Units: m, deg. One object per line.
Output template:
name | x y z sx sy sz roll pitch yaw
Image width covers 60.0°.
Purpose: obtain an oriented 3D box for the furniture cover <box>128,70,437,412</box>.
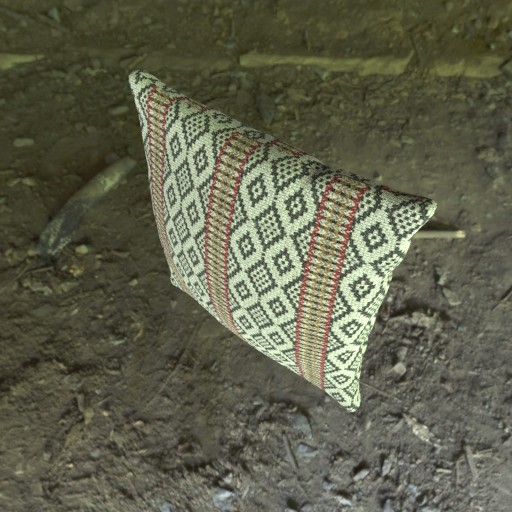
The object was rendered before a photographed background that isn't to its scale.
furniture cover | 0.000 0.000 0.765 0.503 0.506 0.182 32 54 26
